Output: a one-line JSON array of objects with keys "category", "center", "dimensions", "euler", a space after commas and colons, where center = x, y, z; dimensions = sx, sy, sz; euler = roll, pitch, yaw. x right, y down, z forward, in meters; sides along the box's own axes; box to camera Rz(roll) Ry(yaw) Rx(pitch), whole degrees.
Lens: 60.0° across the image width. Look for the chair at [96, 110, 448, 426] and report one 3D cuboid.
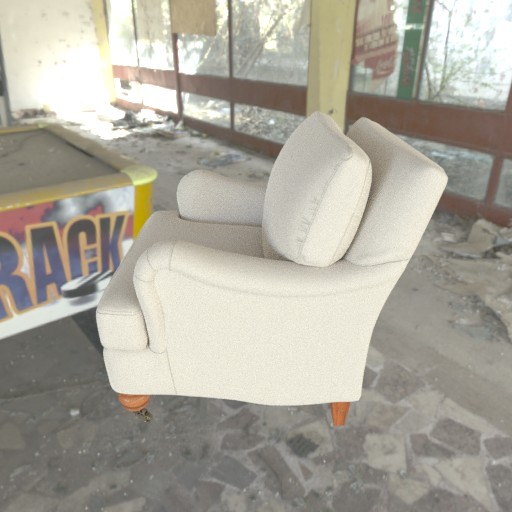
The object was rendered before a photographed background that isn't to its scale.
[{"category": "chair", "center": [0.000, 0.000, 1.801], "dimensions": [1.070, 1.038, 0.955], "euler": [0, 26, 0]}]
